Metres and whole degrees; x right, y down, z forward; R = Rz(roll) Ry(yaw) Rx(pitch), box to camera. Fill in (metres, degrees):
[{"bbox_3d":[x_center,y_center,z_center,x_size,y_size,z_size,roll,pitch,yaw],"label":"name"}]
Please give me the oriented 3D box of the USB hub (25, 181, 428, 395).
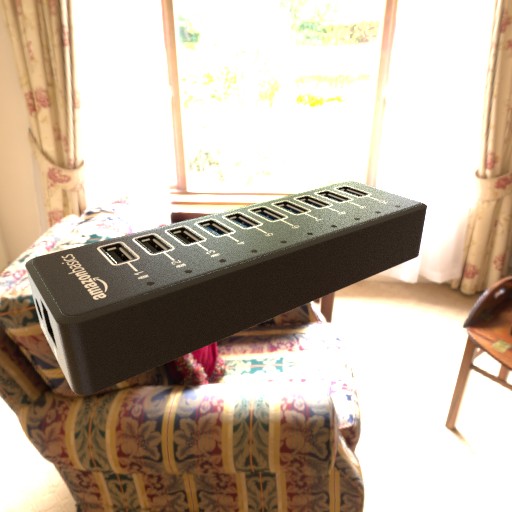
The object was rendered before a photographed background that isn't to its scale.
[{"bbox_3d":[0.000,0.000,0.162,0.145,0.023,0.044,-18,31,-32],"label":"USB hub"}]
